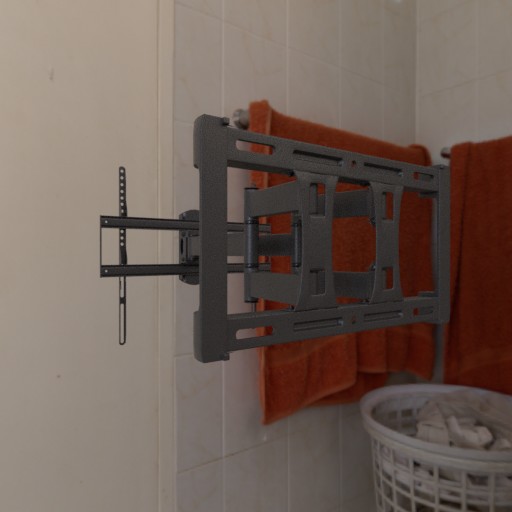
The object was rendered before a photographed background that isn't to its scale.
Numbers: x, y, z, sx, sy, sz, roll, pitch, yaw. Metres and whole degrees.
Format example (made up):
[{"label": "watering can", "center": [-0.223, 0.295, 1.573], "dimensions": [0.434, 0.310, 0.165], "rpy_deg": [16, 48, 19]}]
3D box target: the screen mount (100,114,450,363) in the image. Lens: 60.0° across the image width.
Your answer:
[{"label": "screen mount", "center": [0.000, 0.000, 0.944], "dimensions": [0.571, 0.424, 0.556], "rpy_deg": [0, 0, -36]}]
